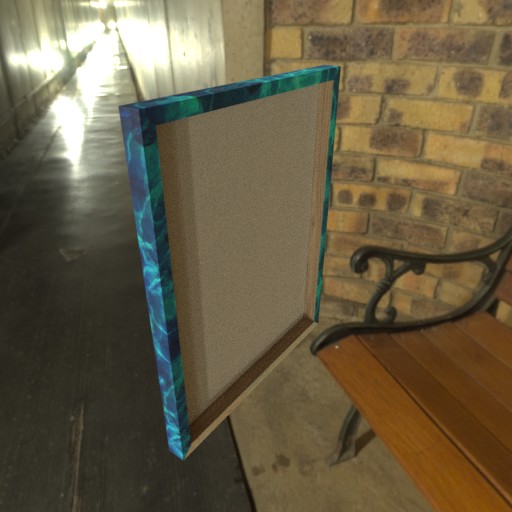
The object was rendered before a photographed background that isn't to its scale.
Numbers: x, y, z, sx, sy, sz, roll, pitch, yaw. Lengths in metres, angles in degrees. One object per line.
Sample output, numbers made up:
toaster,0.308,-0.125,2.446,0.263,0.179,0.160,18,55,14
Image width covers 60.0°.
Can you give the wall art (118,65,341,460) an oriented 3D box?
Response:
wall art,0.000,0.000,0.857,0.038,0.635,0.508,20,35,31
